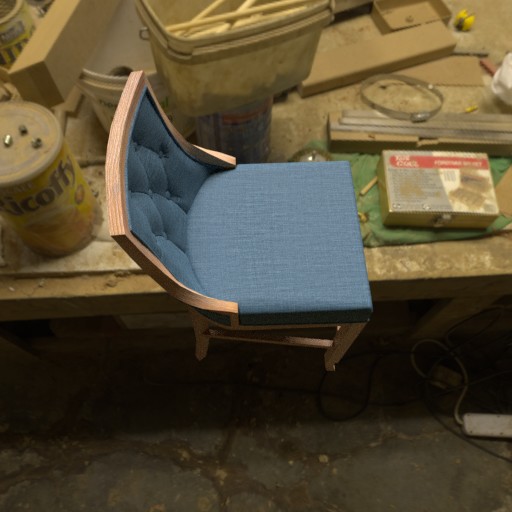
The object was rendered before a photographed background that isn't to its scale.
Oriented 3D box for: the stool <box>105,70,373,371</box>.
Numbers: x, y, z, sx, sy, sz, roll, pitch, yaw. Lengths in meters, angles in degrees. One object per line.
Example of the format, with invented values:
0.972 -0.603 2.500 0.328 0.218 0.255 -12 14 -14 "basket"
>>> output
0.000 0.000 1.428 0.626 1.101 0.524 -2 64 -1 "stool"
